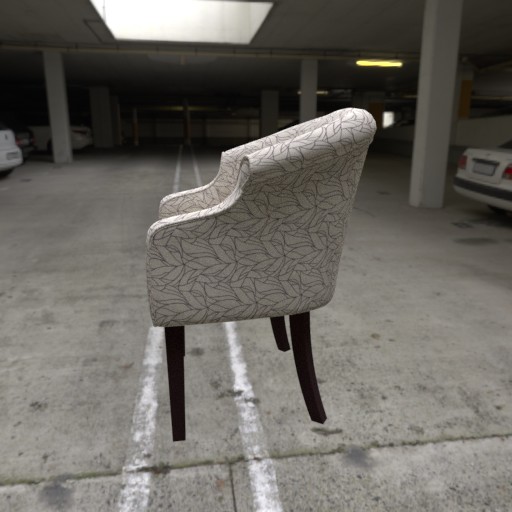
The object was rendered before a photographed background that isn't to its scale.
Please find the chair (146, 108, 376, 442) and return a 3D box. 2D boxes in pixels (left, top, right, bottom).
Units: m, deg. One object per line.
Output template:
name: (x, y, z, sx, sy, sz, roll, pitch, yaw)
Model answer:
chair: (0.000, 0.000, 1.351, 0.613, 0.858, 0.686, -2, 14, -9)
